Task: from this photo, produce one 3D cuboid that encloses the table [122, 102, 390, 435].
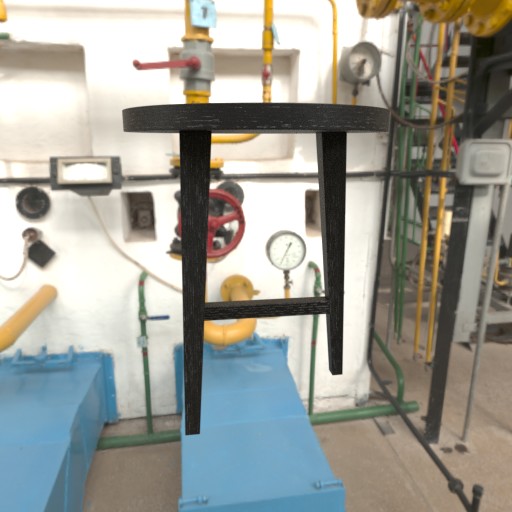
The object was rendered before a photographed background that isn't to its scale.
[{"bbox_3d":[0.000,0.000,0.746,0.399,0.460,0.399,0,15,0],"label":"table"}]
